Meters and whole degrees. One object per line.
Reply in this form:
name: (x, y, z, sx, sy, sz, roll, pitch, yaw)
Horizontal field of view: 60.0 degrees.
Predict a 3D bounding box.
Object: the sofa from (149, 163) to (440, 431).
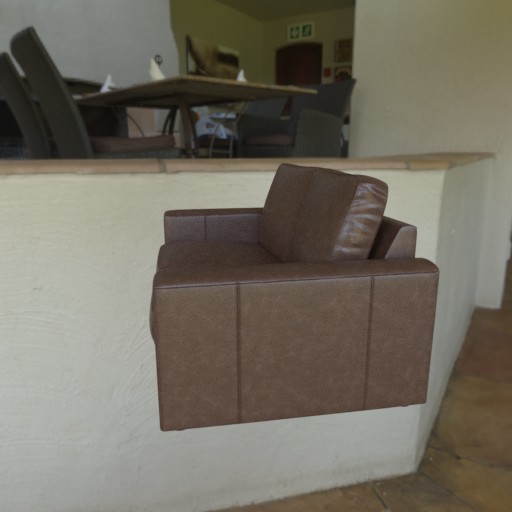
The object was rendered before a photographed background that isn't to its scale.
sofa: (0.000, 0.000, 2.239, 1.016, 0.873, 1.616, -2, 14, -10)
